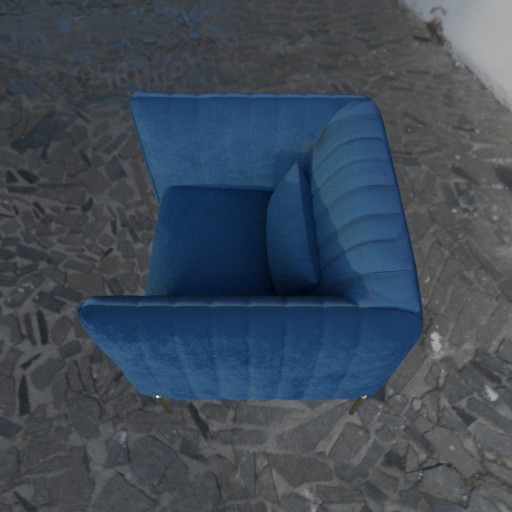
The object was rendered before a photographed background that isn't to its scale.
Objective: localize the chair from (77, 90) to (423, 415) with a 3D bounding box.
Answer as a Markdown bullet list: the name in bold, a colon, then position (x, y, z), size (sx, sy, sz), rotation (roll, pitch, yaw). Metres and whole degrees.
- **chair**: position (0.000, 0.000, 1.595), size (0.877, 0.793, 0.947), rotation (0, 57, 0)
